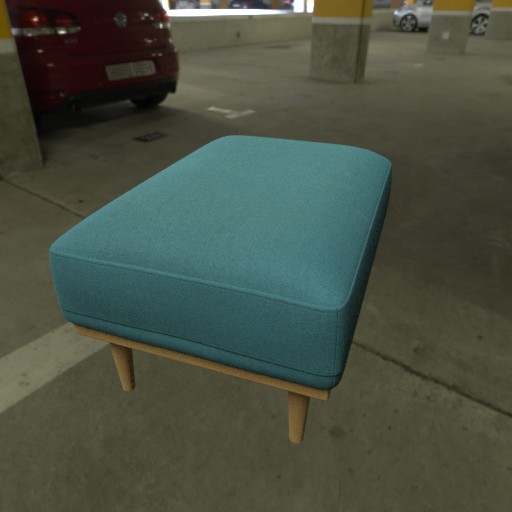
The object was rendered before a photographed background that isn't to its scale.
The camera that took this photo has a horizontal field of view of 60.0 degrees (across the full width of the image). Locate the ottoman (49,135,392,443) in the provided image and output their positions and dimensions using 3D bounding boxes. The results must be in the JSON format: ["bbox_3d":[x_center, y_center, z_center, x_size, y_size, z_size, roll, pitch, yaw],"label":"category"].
[{"bbox_3d":[0.000,0.000,1.069,0.549,0.428,0.749,10,31,17],"label":"ottoman"}]
